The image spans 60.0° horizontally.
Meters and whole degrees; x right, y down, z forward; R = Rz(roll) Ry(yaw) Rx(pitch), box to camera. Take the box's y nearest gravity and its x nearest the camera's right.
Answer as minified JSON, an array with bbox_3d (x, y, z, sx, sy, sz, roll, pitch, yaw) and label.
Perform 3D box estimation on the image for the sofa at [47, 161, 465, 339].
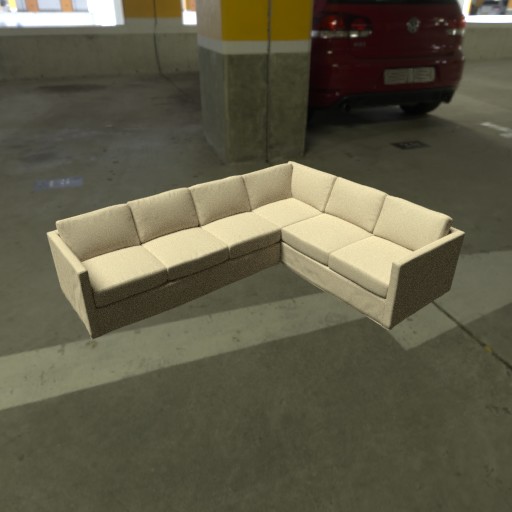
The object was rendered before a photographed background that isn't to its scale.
[{"bbox_3d":[0.000,0.000,4.322,3.182,0.871,2.432,-21,35,-32],"label":"sofa"}]
